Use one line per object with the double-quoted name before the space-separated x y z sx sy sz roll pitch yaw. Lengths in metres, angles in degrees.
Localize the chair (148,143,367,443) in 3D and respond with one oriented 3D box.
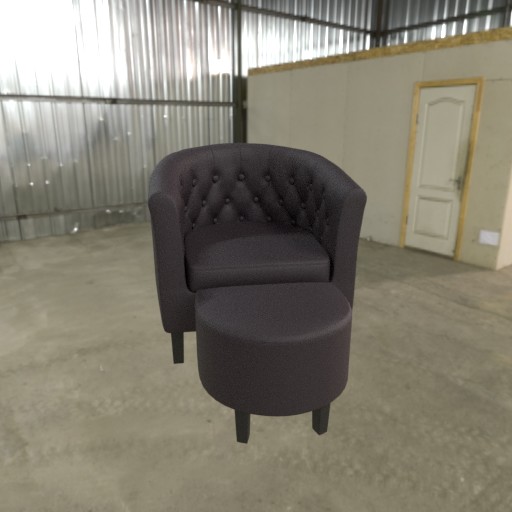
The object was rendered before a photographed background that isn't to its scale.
"chair" 0.000 0.000 1.646 0.763 0.760 1.191 -2 17 -8
